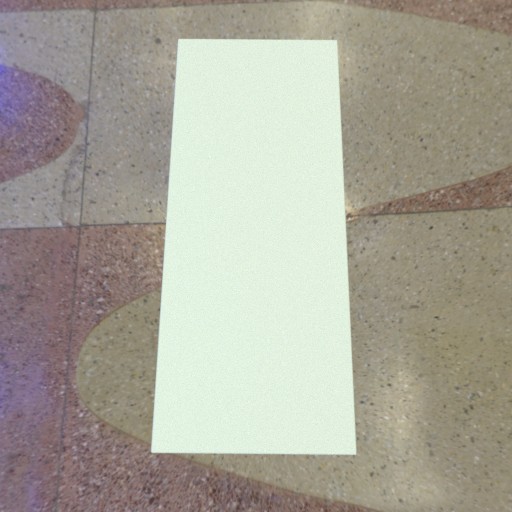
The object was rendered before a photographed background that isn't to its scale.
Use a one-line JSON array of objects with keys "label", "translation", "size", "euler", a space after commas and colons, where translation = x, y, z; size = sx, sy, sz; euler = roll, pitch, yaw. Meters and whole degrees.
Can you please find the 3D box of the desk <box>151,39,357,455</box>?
[{"label": "desk", "translation": [0.000, 0.000, 1.623], "size": [0.508, 0.775, 1.220], "euler": [1, 75, 0]}]
